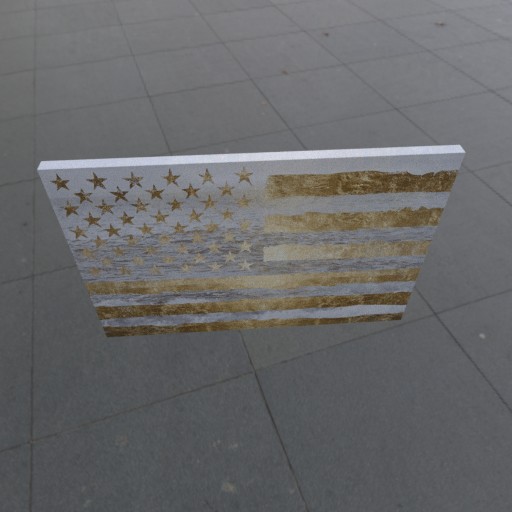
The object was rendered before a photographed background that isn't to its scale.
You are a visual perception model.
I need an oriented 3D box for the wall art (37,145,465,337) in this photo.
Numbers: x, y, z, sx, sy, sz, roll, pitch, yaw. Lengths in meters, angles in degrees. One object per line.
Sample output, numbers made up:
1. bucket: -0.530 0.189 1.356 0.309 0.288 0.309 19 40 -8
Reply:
1. wall art: 0.000 0.000 1.466 1.145 0.762 0.041 -3 45 -3
